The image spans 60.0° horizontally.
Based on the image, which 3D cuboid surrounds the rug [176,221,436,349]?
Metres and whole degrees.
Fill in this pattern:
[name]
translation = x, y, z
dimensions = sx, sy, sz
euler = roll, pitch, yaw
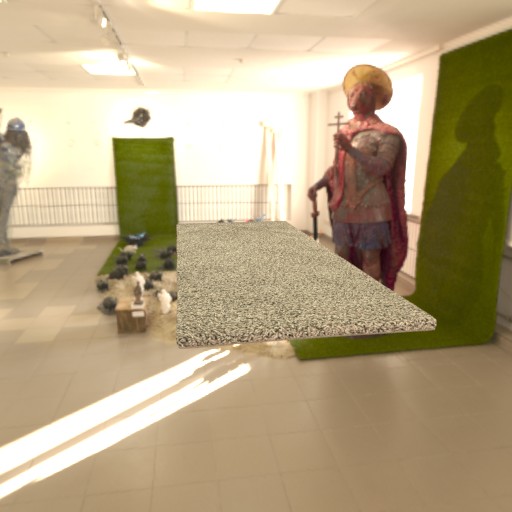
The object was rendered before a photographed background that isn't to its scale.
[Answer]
[rug]
translation = 0.000, 0.000, 1.722
dimensions = 0.609, 0.030, 1.524
euler = -2, 14, -10
